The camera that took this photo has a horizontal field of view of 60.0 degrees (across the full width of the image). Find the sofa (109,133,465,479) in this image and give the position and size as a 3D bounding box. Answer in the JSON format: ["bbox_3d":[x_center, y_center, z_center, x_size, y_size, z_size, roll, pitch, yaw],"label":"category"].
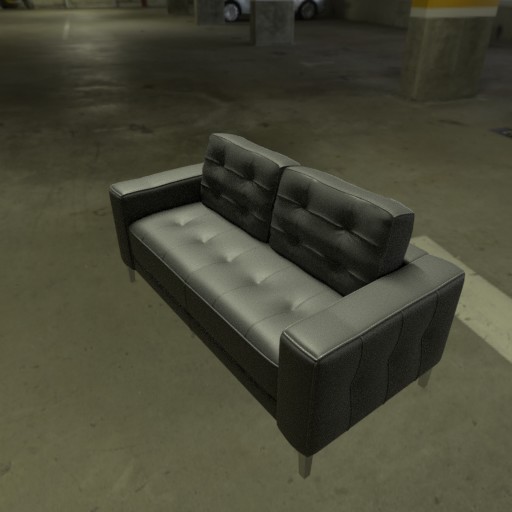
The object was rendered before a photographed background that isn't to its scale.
[{"bbox_3d":[0.000,0.000,2.201,0.833,0.892,1.726,-21,38,-31],"label":"sofa"}]
